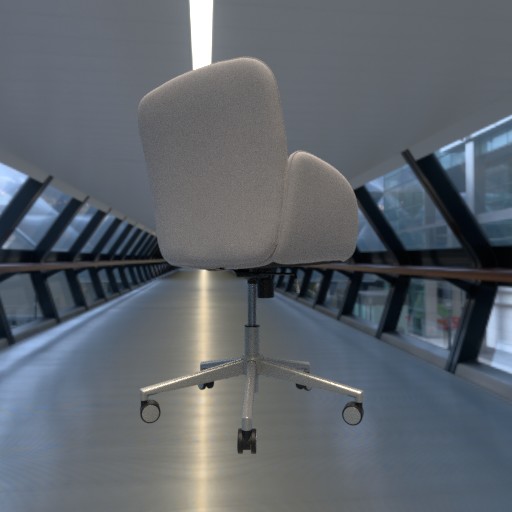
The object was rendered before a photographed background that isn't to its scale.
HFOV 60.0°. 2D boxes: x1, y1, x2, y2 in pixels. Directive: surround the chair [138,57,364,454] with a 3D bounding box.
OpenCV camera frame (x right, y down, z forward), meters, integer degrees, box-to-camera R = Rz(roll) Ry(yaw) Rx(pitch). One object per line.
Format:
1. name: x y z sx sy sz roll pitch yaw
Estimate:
1. chair: 0.000 0.000 1.394 0.648 0.959 0.633 -1 -2 38
